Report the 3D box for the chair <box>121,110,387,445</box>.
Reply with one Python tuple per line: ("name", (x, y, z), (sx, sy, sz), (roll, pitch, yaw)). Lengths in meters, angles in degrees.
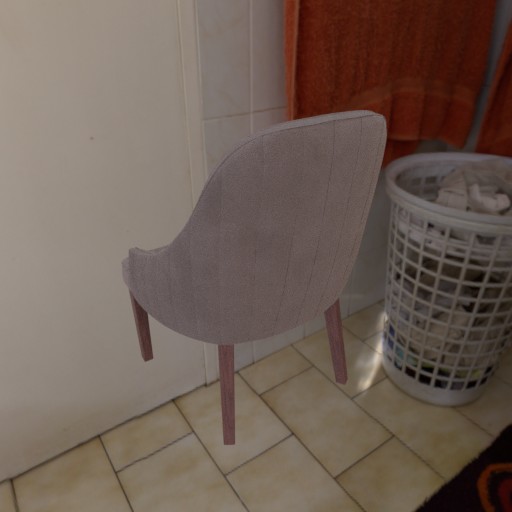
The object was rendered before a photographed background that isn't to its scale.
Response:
("chair", (0.000, 0.000, 1.272), (0.643, 0.889, 0.575), (-18, 34, -28))
